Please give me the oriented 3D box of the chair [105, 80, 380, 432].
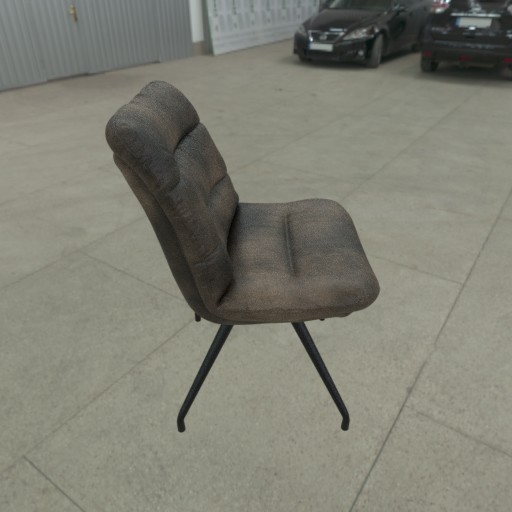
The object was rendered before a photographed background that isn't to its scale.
[{"bbox_3d":[0.000,0.000,1.241,0.622,0.870,0.549,0,32,-1],"label":"chair"}]
